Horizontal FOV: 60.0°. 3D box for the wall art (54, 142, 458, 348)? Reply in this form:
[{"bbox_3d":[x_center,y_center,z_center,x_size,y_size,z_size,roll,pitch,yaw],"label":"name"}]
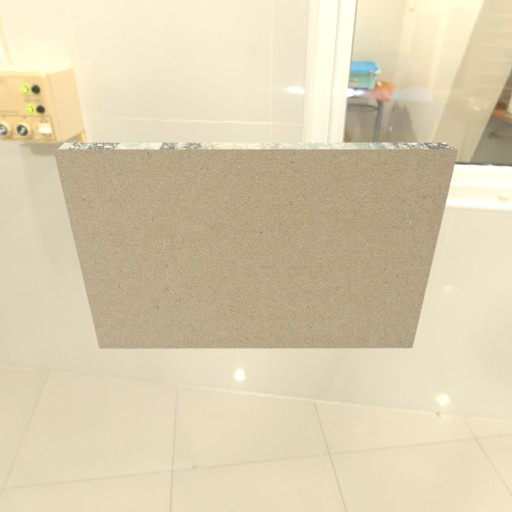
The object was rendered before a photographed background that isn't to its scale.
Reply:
[{"bbox_3d":[0.000,0.000,0.793,0.618,0.398,0.042,0,30,0],"label":"wall art"}]
